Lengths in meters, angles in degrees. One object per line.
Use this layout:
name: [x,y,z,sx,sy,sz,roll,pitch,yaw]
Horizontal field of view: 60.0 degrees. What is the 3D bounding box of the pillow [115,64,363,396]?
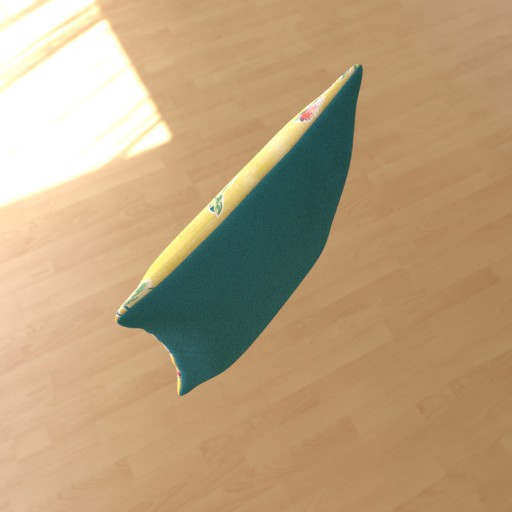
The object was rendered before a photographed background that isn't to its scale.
pillow: [0.000,0.000,0.813,0.166,0.508,0.525,34,68,16]
